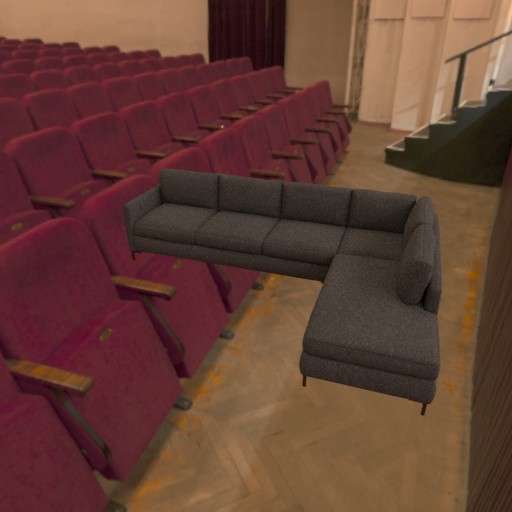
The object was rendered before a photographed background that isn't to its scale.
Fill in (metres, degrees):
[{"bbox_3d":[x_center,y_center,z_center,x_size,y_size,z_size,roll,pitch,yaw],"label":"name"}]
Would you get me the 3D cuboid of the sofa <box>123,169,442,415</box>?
[{"bbox_3d":[0.000,0.000,3.789,2.949,0.815,2.007,9,29,17],"label":"sofa"}]
